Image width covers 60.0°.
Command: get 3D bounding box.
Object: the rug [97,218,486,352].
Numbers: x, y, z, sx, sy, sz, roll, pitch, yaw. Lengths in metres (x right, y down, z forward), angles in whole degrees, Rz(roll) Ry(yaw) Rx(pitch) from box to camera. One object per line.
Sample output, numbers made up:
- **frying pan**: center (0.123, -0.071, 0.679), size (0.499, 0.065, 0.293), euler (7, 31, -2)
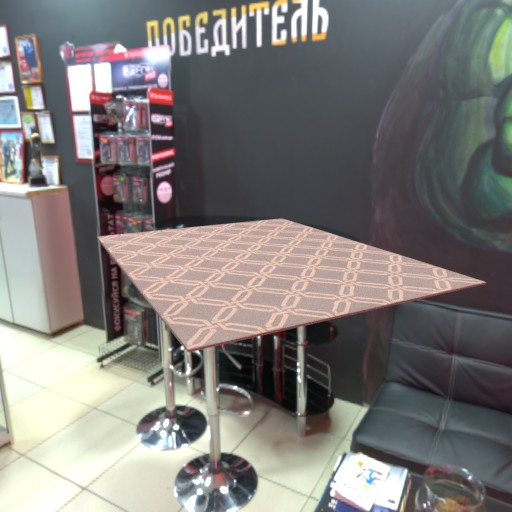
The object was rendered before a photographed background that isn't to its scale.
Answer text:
- **rug**: center (0.000, 0.000, 3.956), size (2.288, 0.018, 2.895), euler (-8, 17, -27)
